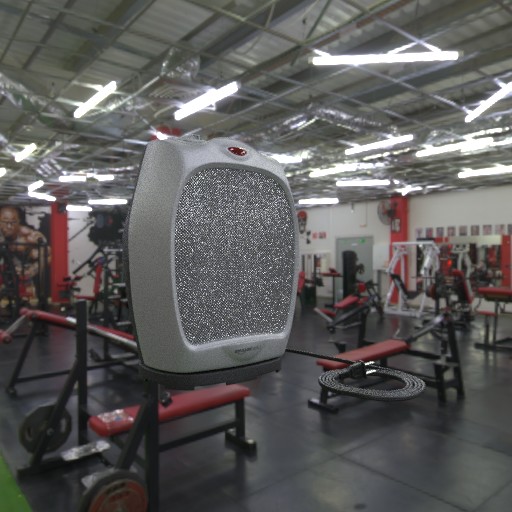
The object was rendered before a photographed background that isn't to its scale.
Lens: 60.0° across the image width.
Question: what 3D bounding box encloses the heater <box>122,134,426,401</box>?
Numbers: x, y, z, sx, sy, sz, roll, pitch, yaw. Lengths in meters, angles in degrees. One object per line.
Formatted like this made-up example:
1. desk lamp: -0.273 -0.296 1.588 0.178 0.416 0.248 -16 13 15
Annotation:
1. heater: 0.000 0.000 0.468 0.239 0.255 0.291 0 1 -37
